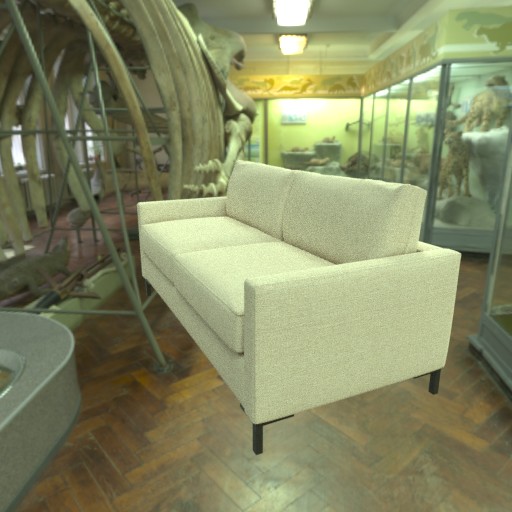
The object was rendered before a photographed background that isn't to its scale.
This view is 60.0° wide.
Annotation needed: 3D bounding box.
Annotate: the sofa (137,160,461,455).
[{"bbox_3d":[0.000,0.000,2.126,0.839,0.812,1.651,-8,18,-25],"label":"sofa"}]
